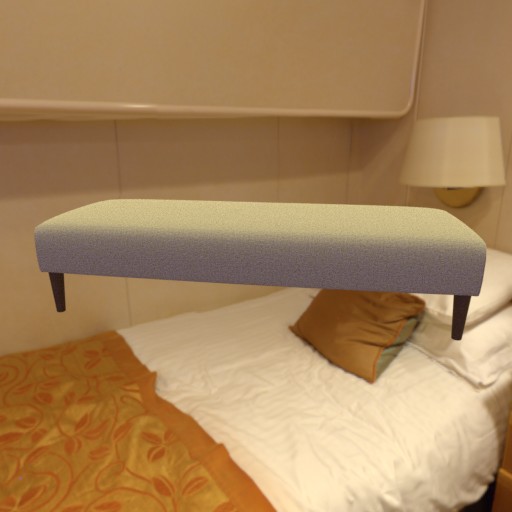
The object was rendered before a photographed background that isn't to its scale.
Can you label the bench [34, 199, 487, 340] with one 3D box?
[{"bbox_3d":[0.000,0.000,1.849,1.598,0.383,0.631,3,17,9],"label":"bench"}]
